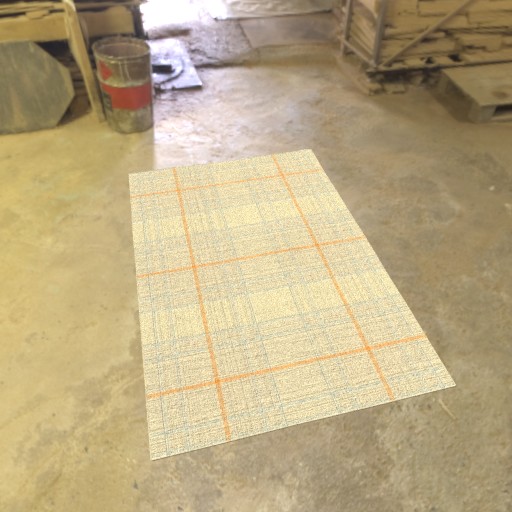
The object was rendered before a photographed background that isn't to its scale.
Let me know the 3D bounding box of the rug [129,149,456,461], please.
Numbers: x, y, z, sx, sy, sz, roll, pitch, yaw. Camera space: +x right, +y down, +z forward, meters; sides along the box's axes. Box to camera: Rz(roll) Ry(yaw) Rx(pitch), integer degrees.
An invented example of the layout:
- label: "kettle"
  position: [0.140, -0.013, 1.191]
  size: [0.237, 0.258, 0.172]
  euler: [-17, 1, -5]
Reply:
- label: "rug"
  position: [0.000, 0.000, 2.314]
  size: [1.232, 0.015, 1.825]
  euler: [-10, 46, -10]
